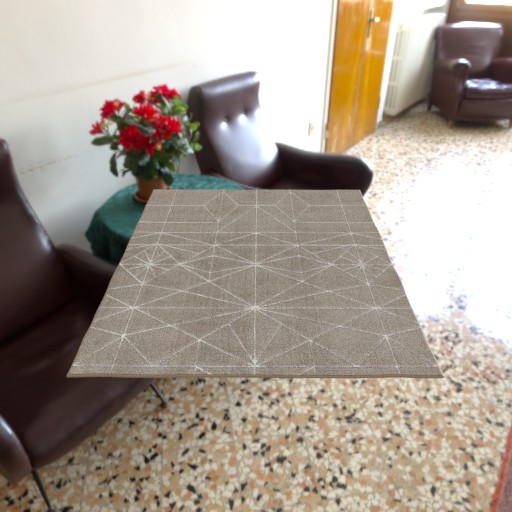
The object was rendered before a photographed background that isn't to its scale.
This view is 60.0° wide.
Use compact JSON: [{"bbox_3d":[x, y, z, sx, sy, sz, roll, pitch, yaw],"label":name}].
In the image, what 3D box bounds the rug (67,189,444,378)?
[{"bbox_3d":[0.000,0.000,0.907,0.548,0.006,0.639,0,33,0],"label":"rug"}]
